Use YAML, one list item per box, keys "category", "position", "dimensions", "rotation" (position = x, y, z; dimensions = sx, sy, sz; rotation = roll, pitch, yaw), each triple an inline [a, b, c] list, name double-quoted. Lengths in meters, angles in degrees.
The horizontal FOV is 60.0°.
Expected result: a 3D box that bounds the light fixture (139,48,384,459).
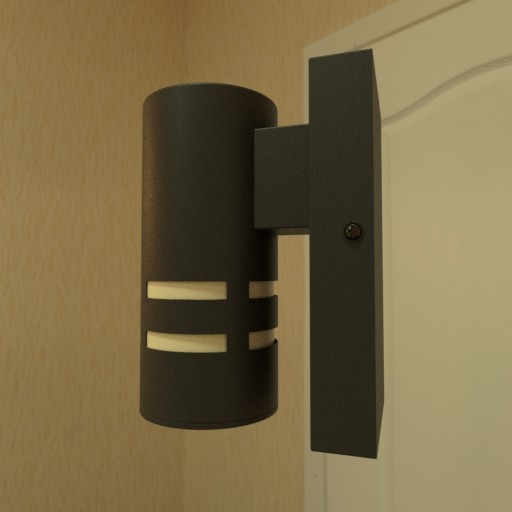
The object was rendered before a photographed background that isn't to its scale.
- category: "light fixture"
  position: [0.000, 0.000, 0.257]
  dimensions: [0.138, 0.179, 0.098]
  rotation: [-1, -2, 18]
